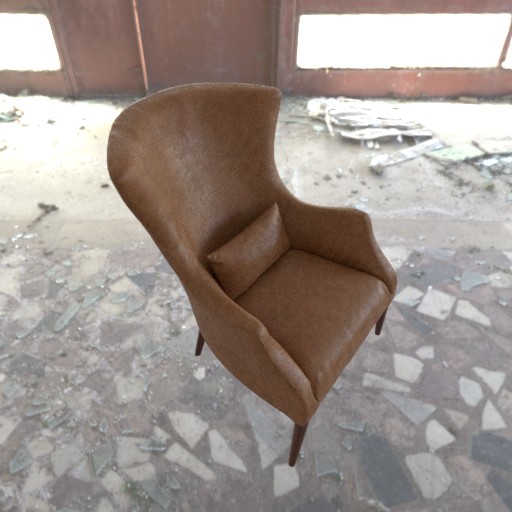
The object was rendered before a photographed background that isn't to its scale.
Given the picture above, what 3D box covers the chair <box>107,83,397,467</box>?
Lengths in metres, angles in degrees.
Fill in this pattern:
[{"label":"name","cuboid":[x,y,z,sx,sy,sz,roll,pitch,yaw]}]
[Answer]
[{"label":"chair","cuboid":[0.000,0.000,1.740,0.955,1.067,0.846,26,47,27]}]
